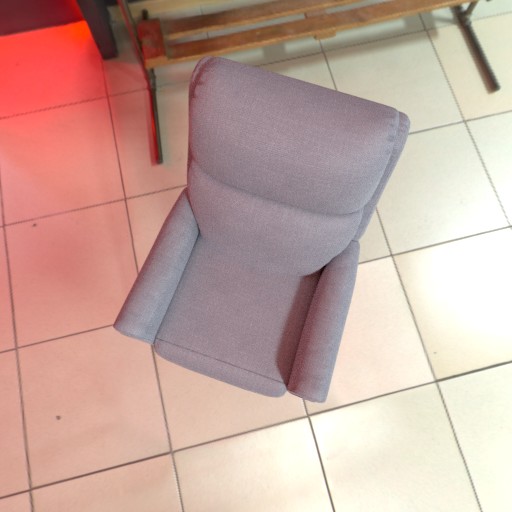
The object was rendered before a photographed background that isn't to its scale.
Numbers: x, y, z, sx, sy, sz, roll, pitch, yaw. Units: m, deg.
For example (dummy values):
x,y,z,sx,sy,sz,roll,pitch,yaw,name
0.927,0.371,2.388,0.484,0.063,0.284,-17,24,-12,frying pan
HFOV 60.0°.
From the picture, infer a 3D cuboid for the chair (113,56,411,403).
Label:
x,y,z,sx,sy,sz,roll,pitch,yaw,name
0.000,0.000,1.782,0.838,1.054,1.014,18,75,5,chair
